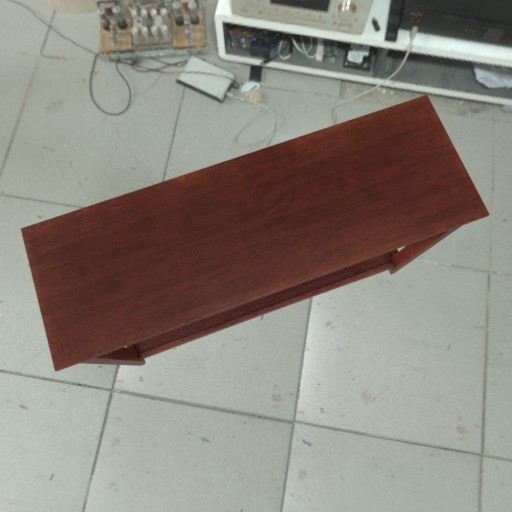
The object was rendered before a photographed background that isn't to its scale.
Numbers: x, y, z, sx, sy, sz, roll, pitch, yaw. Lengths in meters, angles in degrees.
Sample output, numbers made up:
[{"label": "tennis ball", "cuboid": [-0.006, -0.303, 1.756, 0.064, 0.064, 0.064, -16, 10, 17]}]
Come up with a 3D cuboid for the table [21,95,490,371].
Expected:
[{"label": "table", "cuboid": [0.000, 0.000, 1.534, 1.188, 0.739, 0.392, -19, 76, -5]}]
